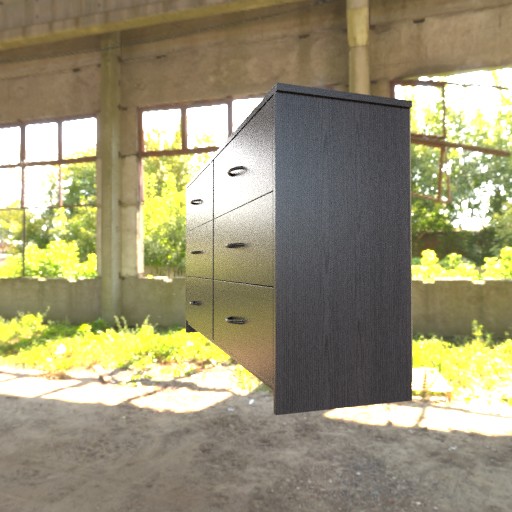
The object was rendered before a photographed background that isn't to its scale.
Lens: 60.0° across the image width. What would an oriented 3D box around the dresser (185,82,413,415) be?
[{"bbox_3d":[0.000,0.000,1.697,0.401,0.755,1.360,0,-1,-18],"label":"dresser"}]
